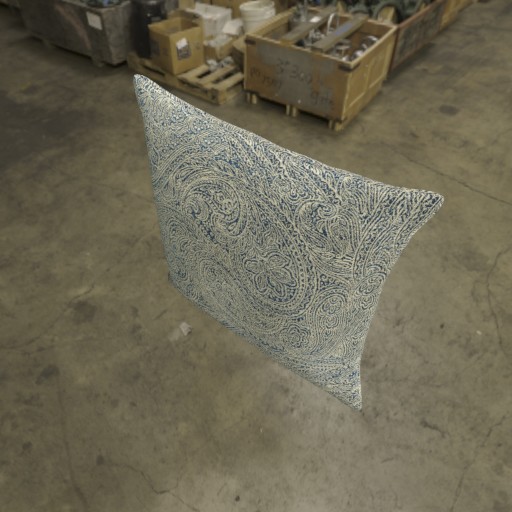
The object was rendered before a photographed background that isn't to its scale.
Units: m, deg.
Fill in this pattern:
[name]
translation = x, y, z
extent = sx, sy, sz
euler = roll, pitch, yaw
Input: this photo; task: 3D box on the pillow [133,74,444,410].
[pillow]
translation = 0.000, 0.000, 0.782
extent = 0.523, 0.510, 0.166
euler = 30, 53, 26
